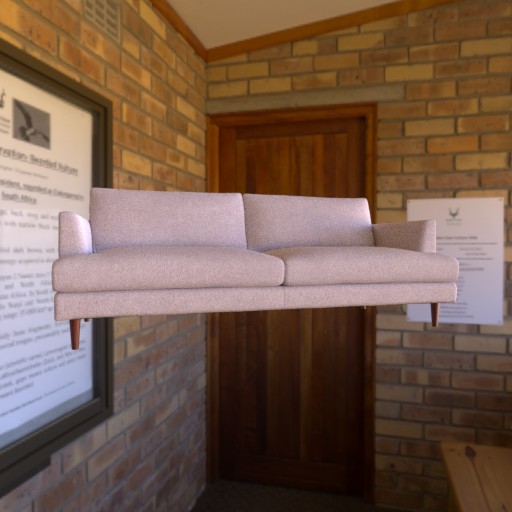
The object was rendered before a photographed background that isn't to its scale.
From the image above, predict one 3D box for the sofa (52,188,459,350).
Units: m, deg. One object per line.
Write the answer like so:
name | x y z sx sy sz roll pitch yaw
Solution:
sofa | 0.000 0.000 2.804 2.250 0.868 1.020 0 1 -17
